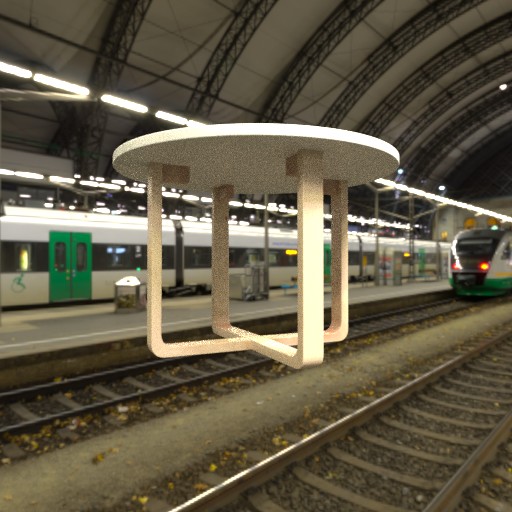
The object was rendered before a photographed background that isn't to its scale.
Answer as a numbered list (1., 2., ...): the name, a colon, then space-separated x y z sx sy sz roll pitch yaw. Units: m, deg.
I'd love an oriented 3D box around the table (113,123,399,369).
1. table: 0.000 0.000 0.974 0.600 0.400 0.600 0 -1 0
